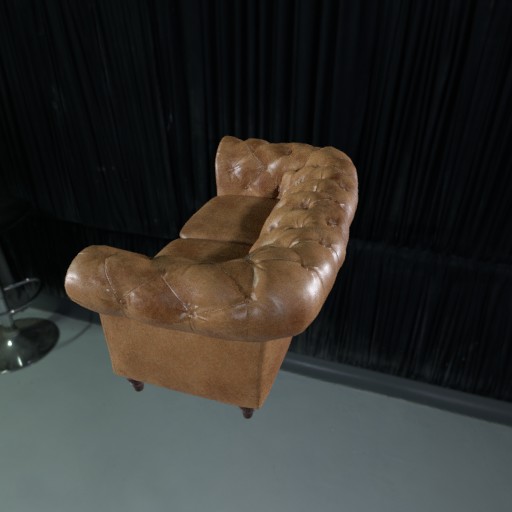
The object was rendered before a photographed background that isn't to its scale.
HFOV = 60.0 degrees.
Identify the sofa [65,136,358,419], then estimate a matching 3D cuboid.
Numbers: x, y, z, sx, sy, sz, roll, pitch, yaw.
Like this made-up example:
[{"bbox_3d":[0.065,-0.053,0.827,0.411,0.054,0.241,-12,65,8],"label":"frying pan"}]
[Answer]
[{"bbox_3d":[0.000,0.000,2.570,1.042,0.877,1.979,9,32,14],"label":"sofa"}]
